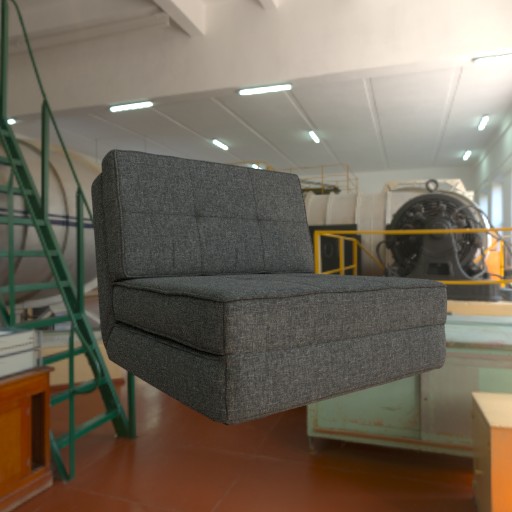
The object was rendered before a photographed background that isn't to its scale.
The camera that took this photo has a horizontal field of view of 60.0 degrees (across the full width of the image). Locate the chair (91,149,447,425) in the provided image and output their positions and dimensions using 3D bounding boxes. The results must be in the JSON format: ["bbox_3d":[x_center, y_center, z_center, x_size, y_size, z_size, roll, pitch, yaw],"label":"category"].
[{"bbox_3d":[0.000,0.000,1.296,0.740,0.615,0.800,0,0,-36],"label":"chair"}]
